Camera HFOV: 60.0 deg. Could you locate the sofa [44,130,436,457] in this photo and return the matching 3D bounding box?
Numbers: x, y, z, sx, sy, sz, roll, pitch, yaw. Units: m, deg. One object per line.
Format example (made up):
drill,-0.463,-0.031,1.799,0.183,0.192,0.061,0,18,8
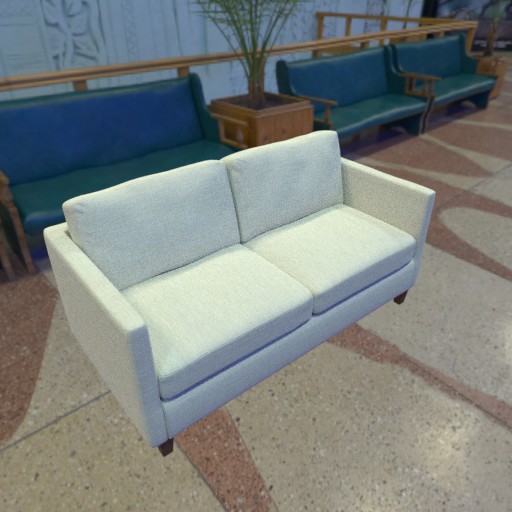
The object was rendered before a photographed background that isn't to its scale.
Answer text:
sofa,0.000,0.000,2.389,1.838,0.963,0.950,-23,39,-32
